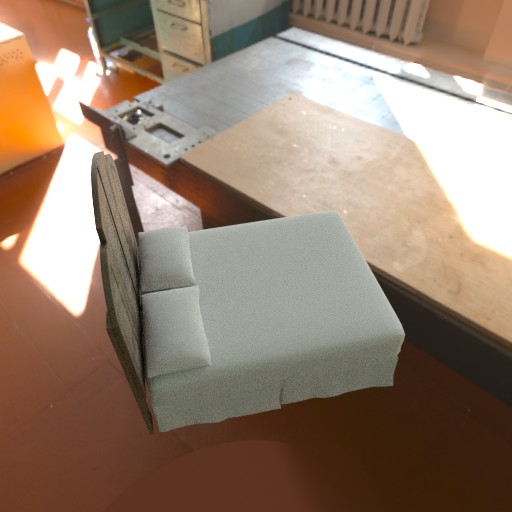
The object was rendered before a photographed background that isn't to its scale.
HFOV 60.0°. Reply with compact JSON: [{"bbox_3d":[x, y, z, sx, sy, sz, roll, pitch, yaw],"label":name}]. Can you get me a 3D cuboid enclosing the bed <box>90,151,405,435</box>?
[{"bbox_3d":[0.000,0.000,3.556,2.138,2.019,1.713,-9,47,-9],"label":"bed"}]
